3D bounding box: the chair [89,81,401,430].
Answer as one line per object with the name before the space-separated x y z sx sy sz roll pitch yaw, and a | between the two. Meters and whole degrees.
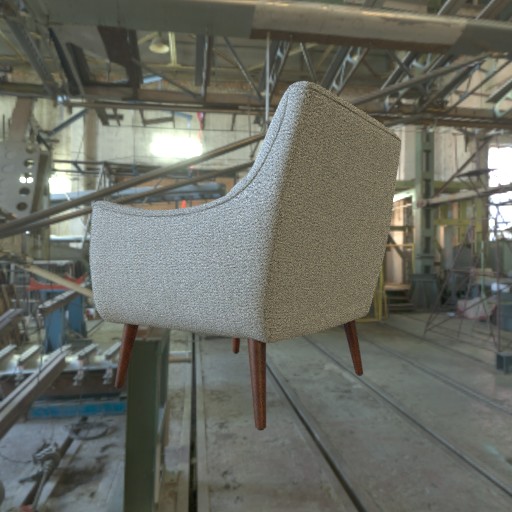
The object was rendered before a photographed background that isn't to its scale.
chair | 0.000 0.000 1.454 0.787 0.838 0.762 0 1 37
